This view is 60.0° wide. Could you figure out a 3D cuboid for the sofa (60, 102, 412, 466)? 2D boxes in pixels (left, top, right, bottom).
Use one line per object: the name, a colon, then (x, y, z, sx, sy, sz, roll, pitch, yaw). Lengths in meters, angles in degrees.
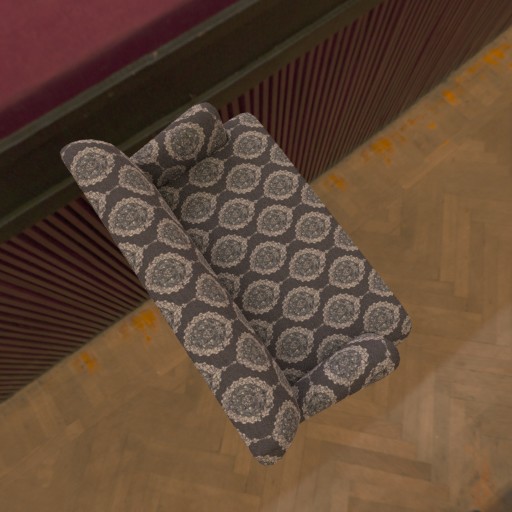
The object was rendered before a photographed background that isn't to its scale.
sofa: (0.000, 0.000, 1.778, 0.779, 0.867, 1.297, -34, 79, -8)
